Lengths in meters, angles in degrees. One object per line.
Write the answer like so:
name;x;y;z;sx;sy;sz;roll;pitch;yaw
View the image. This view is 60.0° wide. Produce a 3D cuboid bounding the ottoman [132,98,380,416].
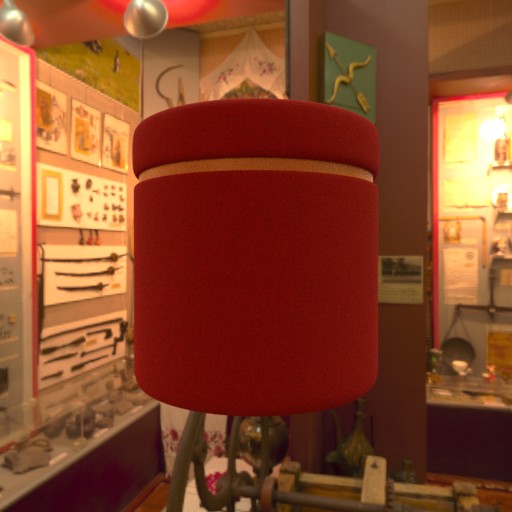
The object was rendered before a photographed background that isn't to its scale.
ottoman;0.000;0.000;0.745;0.400;0.406;0.400;0;1;0
